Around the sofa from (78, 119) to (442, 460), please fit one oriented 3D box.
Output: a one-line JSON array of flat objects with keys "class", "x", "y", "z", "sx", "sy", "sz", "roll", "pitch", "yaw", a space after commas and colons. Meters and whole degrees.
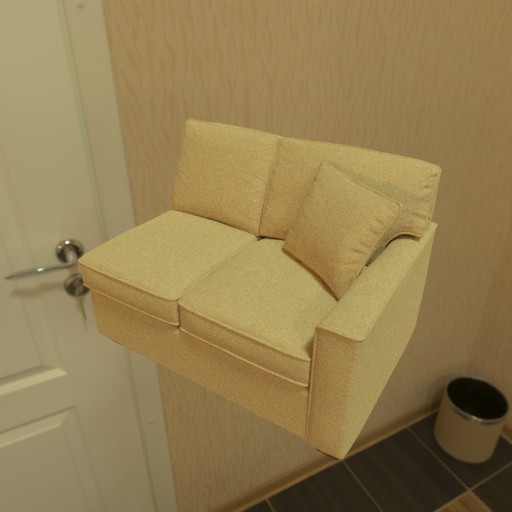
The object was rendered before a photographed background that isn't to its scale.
[{"class": "sofa", "x": 0.000, "y": 0.000, "z": 2.076, "sx": 1.388, "sy": 0.989, "sz": 0.991, "roll": 18, "pitch": 34, "yaw": 28}]
